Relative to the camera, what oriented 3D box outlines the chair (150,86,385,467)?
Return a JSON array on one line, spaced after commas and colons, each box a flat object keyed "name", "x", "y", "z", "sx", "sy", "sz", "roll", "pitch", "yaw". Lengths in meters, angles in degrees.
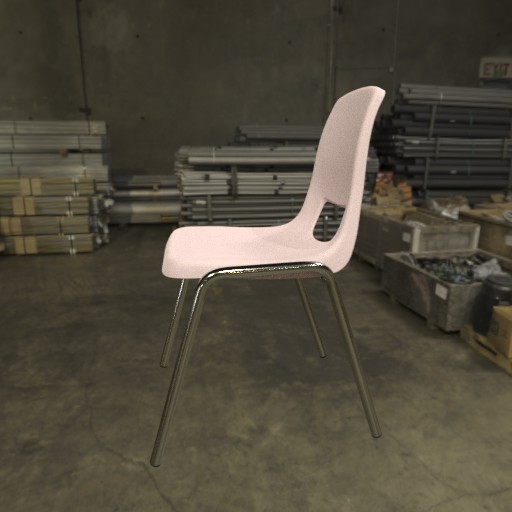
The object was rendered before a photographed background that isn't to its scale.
[{"name": "chair", "x": 0.000, "y": 0.000, "z": 0.906, "sx": 0.436, "sy": 0.653, "sz": 0.381, "roll": -2, "pitch": 14, "yaw": -9}]
